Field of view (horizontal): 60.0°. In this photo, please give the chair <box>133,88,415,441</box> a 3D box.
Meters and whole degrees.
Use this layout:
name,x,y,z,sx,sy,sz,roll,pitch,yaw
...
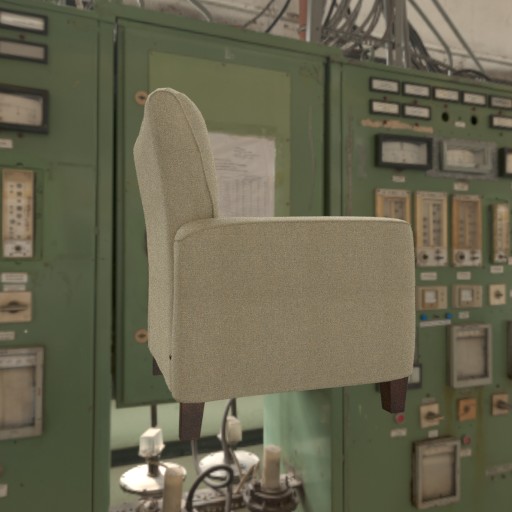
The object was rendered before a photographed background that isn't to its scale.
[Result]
name,x,y,z,sx,sy,sz,roll,pitch,yaw
chair,0.000,0.000,1.655,0.853,1.006,0.850,0,0,-19
